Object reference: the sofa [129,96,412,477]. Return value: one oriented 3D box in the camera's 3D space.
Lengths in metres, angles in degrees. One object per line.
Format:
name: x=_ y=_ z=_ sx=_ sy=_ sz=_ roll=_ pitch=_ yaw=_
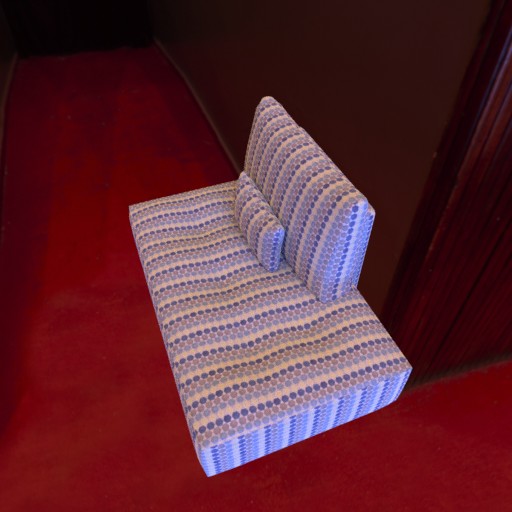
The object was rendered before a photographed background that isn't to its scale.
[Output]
sofa: x=0.000 y=0.000 z=2.048 sx=1.000 sy=0.820 sz=1.450 roll=-16 pitch=48 yaw=-14
